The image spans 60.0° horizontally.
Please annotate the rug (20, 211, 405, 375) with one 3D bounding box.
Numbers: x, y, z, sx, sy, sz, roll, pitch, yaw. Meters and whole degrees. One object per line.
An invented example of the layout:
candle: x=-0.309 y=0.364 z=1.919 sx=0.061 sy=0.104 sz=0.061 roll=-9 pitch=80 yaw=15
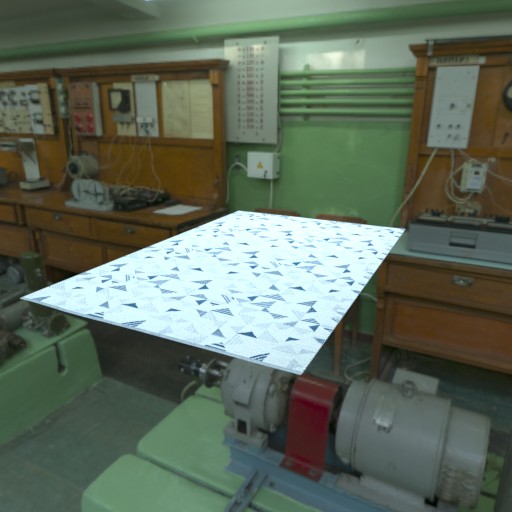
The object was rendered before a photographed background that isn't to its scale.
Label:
rug: x=0.000 y=0.000 z=2.295 sx=1.206 sy=0.003 sz=1.835 roll=9 pitch=20 yaw=25
